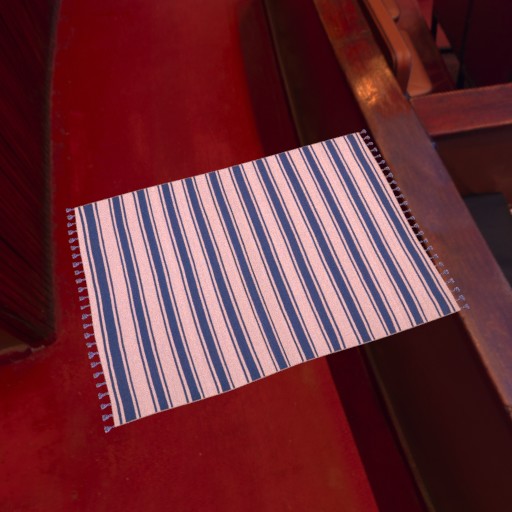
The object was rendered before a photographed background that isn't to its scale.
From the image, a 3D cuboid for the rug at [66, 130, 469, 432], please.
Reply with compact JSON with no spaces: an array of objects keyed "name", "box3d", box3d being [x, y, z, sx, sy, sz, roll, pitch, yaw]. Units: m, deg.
[{"name":"rug","box3d":[0.000,0.000,2.930,2.315,0.010,1.544,-17,64,-8]}]
